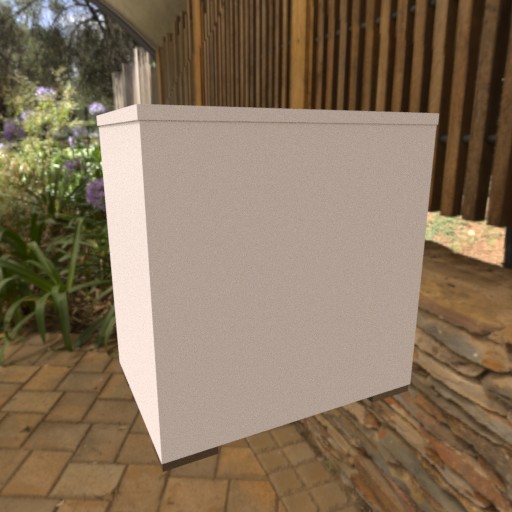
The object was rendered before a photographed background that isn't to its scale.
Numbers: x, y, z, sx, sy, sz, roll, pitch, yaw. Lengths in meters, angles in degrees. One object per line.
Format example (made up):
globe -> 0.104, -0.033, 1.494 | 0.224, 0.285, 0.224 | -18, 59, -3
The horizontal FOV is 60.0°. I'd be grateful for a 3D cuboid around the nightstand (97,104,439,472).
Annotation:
nightstand -> 0.000, 0.000, 0.758 | 0.441, 0.460, 0.325 | -7, 17, -26
